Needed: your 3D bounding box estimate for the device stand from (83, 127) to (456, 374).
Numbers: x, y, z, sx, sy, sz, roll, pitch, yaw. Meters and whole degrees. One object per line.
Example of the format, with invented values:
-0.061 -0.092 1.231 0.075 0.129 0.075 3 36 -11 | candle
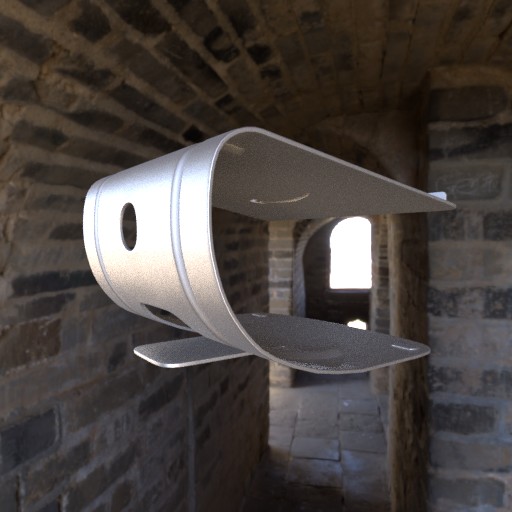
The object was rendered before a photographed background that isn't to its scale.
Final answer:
0.000 0.000 0.399 0.236 0.155 0.256 -1 2 -36 | device stand
